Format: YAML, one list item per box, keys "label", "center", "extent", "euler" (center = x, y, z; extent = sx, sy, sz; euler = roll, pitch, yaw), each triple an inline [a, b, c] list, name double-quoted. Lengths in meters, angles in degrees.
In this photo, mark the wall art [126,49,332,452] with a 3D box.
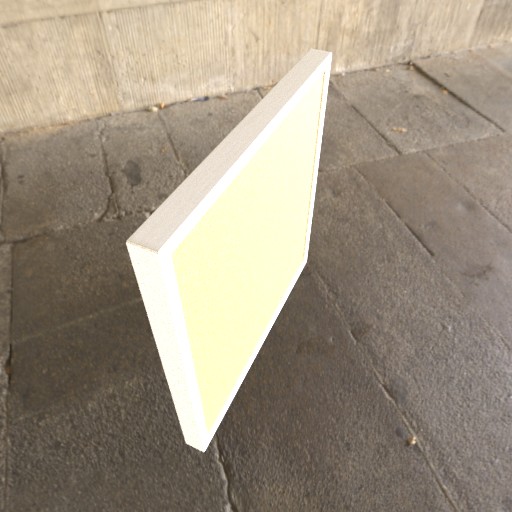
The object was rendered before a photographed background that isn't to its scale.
- label: "wall art"
  center: [0.000, 0.000, 0.761]
  extent: [0.038, 0.508, 0.508]
  euler: [19, 49, 17]
